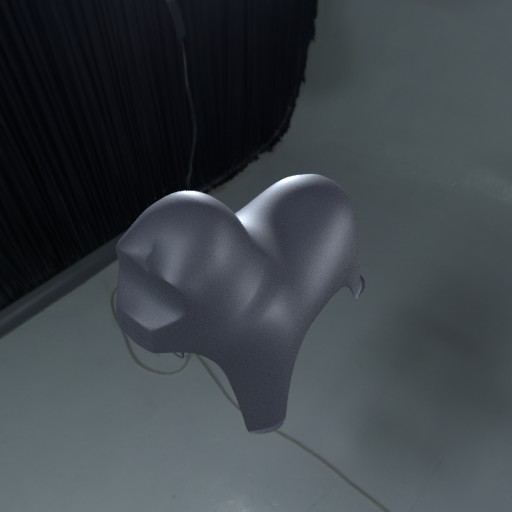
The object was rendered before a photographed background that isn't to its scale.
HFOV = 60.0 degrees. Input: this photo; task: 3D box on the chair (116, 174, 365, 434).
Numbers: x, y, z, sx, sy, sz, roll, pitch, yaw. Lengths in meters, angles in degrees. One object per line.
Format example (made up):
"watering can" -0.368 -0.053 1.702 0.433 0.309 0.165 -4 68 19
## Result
"chair" 0.000 0.000 1.120 0.490 0.600 0.758 30 53 26
